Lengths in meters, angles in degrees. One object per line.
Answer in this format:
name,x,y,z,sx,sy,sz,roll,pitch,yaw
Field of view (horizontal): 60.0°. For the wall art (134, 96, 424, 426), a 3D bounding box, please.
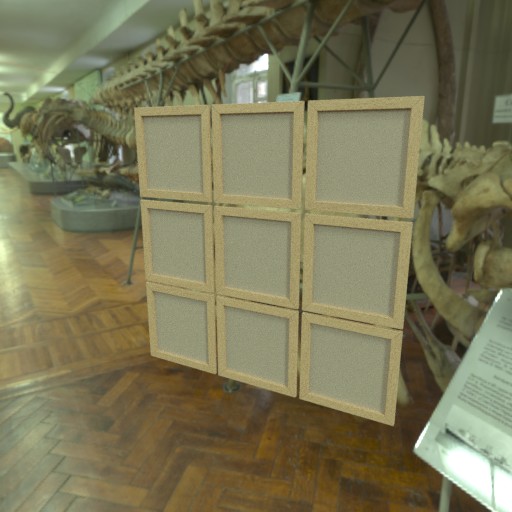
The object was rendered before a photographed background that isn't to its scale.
wall art,0.000,0.000,1.846,1.217,1.207,0.016,8,17,27
